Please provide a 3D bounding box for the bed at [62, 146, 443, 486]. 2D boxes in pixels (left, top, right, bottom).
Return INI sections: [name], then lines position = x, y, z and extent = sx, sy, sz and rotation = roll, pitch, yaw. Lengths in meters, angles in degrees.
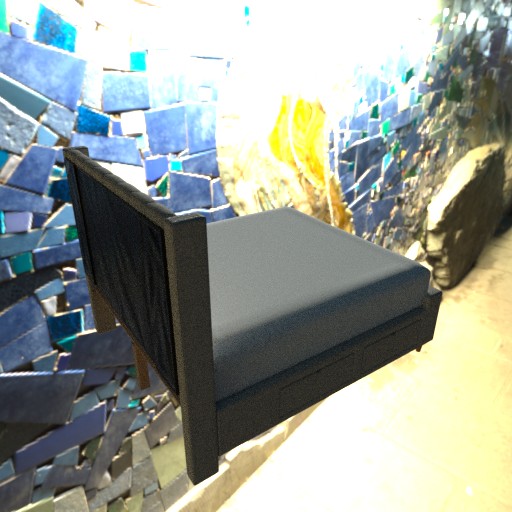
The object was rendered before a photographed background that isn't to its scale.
[bed]
position = 0.000, 0.000, 3.720
extent = 2.372, 1.748, 2.044
rotation = -16, 30, -31
